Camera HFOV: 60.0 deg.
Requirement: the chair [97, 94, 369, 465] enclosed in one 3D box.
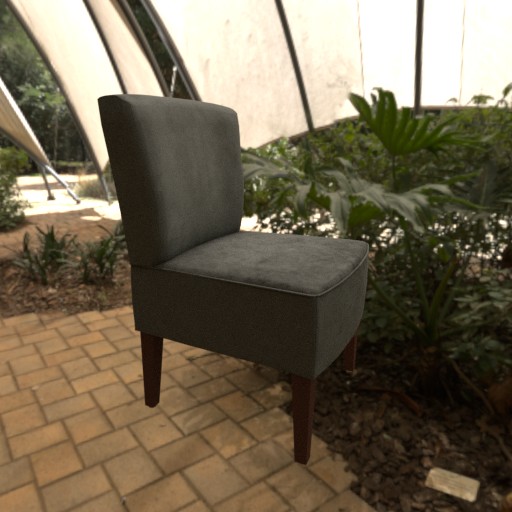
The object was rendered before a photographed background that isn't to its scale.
[{"bbox_3d":[0.000,0.000,1.178,0.554,0.806,0.521,7,17,24],"label":"chair"}]
